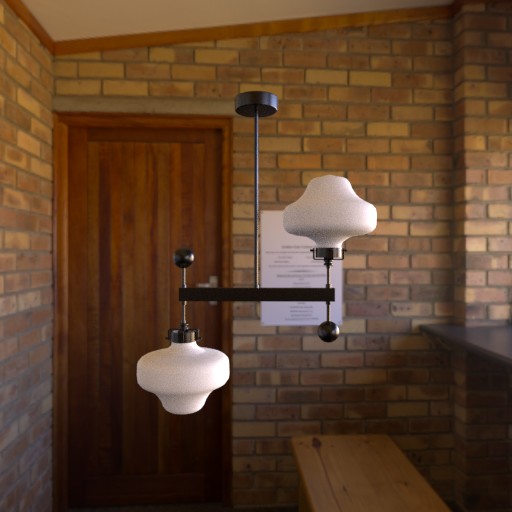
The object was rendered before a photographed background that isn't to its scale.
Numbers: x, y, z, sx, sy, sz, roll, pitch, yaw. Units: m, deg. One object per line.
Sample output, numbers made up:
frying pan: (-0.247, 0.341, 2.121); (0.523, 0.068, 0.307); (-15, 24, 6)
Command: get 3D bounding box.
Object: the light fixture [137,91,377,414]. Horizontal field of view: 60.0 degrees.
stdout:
light fixture: (0.000, 0.000, 1.046); (0.489, 0.743, 0.422); (0, 0, -35)
